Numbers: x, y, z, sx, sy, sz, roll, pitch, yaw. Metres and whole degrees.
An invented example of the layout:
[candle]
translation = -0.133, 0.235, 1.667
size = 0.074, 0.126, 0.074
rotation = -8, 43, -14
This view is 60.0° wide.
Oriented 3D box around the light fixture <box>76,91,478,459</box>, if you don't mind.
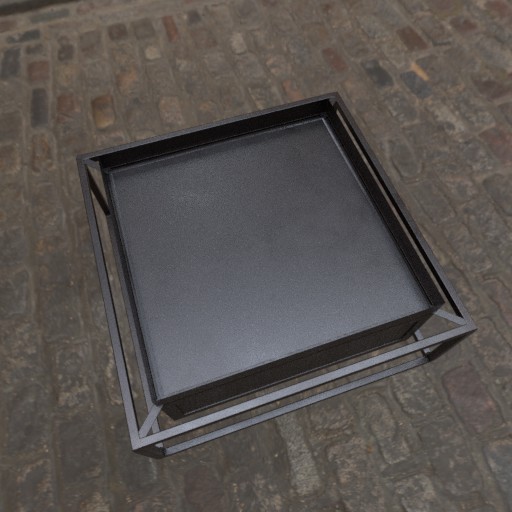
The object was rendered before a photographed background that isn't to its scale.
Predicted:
[light fixture]
translation = 0.000, 0.000, 0.679
size = 0.441, 0.191, 0.441
rotation = -17, 64, -9
